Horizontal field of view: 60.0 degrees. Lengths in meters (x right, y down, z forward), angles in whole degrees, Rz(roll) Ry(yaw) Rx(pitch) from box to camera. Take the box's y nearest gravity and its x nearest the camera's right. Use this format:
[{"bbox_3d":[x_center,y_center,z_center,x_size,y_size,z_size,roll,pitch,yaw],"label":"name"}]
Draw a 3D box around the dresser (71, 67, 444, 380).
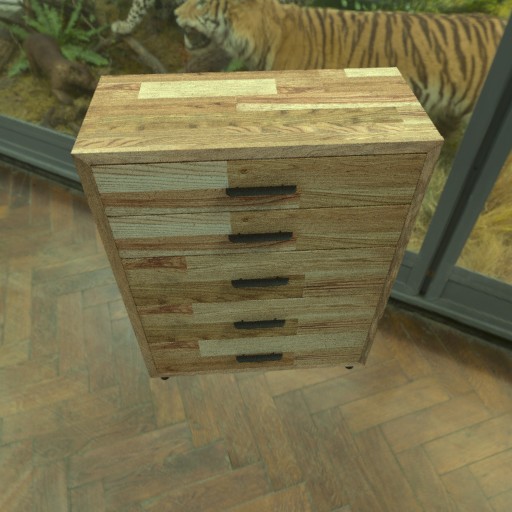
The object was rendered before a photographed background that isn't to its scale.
[{"bbox_3d":[0.000,0.000,1.730,0.966,1.243,0.480,-3,47,-3],"label":"dresser"}]
